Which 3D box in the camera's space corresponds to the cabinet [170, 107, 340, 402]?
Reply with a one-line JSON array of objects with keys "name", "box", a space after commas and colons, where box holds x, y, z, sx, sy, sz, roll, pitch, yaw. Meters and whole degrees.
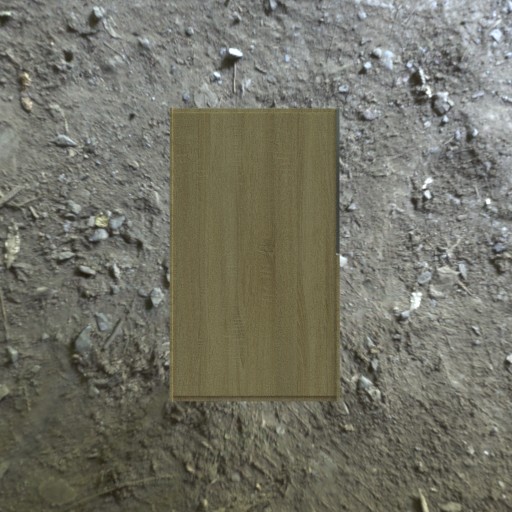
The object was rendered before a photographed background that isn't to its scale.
[{"name": "cabinet", "box": [0.000, 0.000, 2.561, 0.590, 2.121, 1.001, 0, 90, 0]}]
